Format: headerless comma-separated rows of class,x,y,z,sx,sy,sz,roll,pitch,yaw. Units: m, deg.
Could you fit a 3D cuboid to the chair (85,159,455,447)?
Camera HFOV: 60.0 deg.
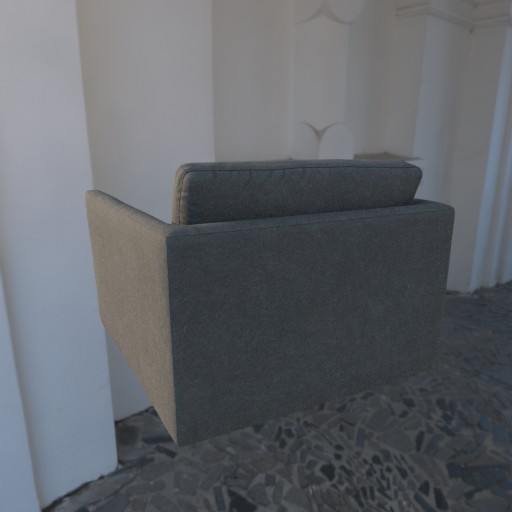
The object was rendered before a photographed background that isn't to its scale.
chair,0.000,0.000,1.841,1.190,0.845,1.091,-7,17,-25
